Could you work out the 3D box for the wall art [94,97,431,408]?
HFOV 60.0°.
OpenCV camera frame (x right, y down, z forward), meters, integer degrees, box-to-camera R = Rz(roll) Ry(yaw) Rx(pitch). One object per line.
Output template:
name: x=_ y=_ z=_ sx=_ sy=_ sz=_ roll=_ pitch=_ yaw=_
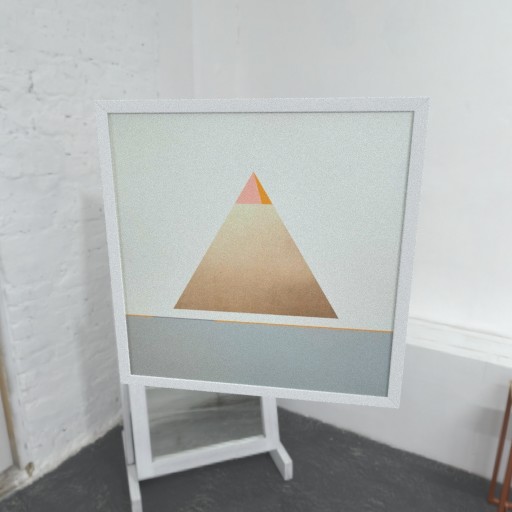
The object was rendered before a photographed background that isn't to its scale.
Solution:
wall art: x=0.000 y=0.000 z=0.458 sx=0.305 sy=0.304 sz=0.038 roll=2 pitch=16 yaw=9
